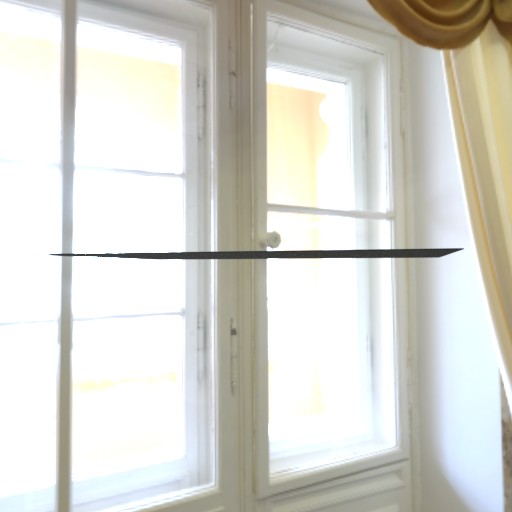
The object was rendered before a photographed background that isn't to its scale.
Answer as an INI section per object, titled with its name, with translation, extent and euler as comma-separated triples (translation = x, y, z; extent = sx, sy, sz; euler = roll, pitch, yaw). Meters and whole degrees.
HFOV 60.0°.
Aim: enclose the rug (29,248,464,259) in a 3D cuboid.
[rug]
translation = 0.000, 0.000, 3.052
extent = 2.440, 0.007, 1.525
euler = -1, -2, 19
